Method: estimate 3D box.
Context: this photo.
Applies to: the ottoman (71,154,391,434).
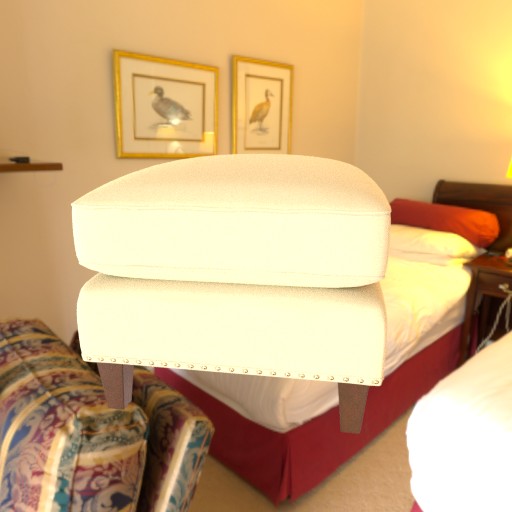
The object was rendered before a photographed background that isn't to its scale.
[{"bbox_3d":[0.000,0.000,1.143,0.584,0.513,0.741,2,14,9],"label":"ottoman"}]
